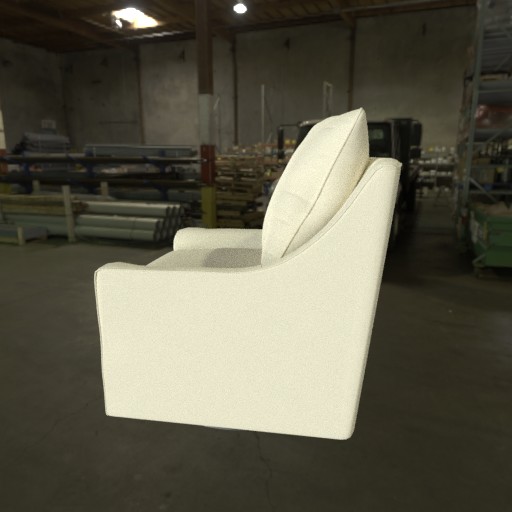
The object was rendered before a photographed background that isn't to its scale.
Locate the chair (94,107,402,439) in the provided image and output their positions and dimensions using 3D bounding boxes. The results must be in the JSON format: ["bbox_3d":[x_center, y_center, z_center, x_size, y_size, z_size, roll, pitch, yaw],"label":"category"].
[{"bbox_3d":[0.000,0.000,1.602,0.876,0.965,0.756,2,13,9],"label":"chair"}]
